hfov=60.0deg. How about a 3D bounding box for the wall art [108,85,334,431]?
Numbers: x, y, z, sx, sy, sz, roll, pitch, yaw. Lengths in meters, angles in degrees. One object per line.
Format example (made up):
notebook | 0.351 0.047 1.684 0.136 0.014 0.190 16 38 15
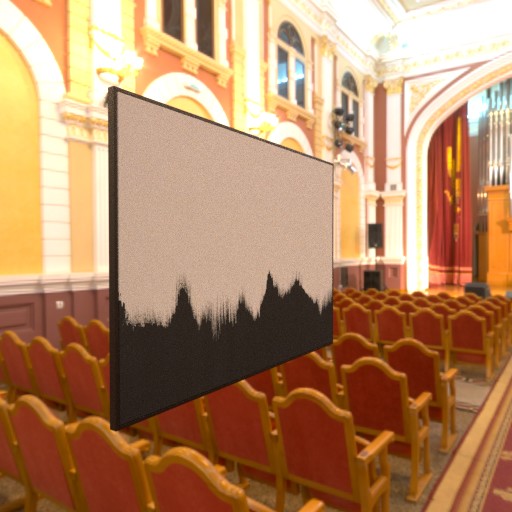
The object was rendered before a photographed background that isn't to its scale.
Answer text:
wall art | 0.000 0.000 1.241 0.019 0.660 0.957 1 1 35
